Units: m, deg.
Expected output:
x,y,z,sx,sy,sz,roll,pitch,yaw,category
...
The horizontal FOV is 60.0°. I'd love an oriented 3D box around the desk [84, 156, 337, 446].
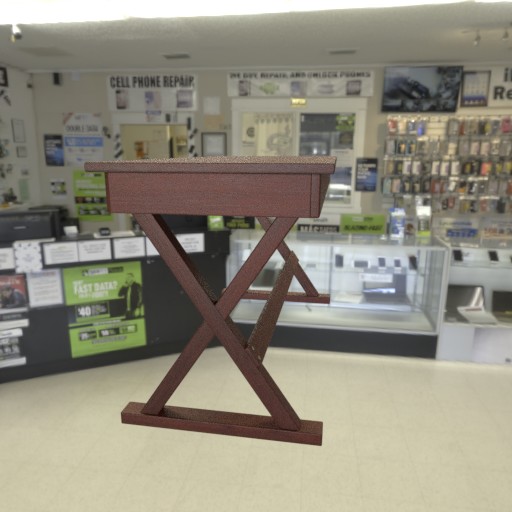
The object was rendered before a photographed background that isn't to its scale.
x,y,z,sx,sy,sz,roll,pitch,yaw,category
0.000,0.000,1.765,0.600,0.761,1.372,2,14,10,desk
